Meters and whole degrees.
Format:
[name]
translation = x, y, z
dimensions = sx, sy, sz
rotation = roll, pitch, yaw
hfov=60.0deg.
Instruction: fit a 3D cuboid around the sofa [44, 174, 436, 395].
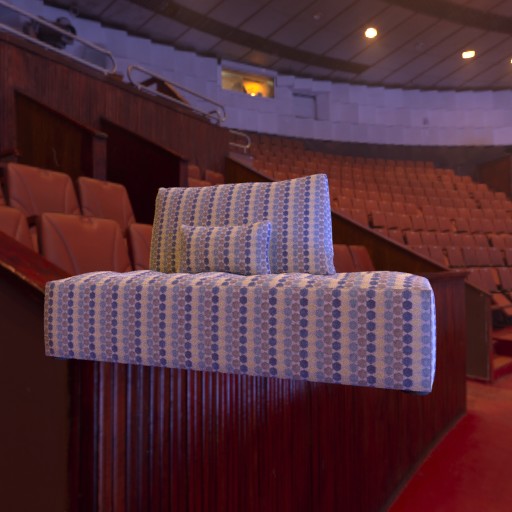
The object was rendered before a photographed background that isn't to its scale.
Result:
[sofa]
translation = 0.000, 0.000, 1.962
dimensions = 1.450, 0.820, 1.000
rotation = 0, -1, 20
